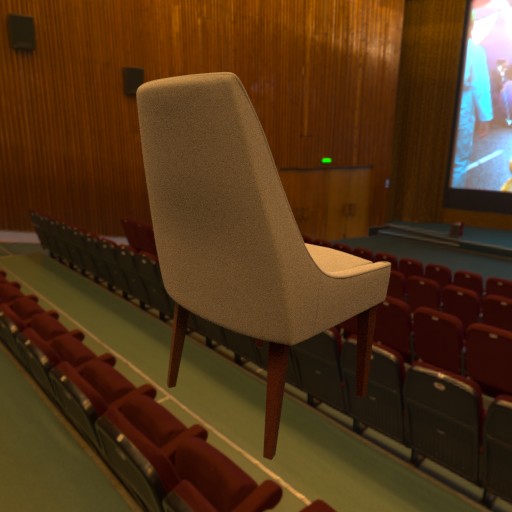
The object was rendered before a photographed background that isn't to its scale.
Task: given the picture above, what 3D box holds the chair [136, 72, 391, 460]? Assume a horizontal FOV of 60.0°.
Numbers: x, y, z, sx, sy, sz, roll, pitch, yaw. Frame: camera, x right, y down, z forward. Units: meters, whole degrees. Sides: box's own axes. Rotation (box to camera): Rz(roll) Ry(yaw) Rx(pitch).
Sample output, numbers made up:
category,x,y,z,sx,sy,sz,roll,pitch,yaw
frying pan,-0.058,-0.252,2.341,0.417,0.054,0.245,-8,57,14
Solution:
category,x,y,z,sx,sy,sz,roll,pitch,yaw
chair,0.000,0.000,1.200,0.544,0.861,0.529,-14,21,-42
